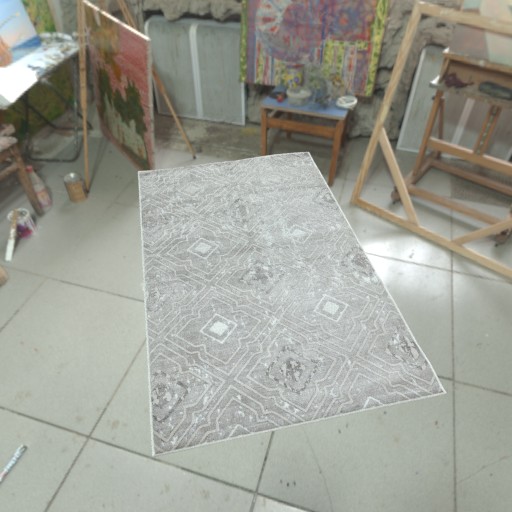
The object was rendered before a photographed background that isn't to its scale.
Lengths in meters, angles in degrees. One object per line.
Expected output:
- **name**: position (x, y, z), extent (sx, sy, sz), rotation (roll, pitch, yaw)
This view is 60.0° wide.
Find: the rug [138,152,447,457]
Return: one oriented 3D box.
- **rug**: position (0.000, 0.000, 3.061), extent (1.537, 0.036, 2.447), rotation (-9, 45, -9)
